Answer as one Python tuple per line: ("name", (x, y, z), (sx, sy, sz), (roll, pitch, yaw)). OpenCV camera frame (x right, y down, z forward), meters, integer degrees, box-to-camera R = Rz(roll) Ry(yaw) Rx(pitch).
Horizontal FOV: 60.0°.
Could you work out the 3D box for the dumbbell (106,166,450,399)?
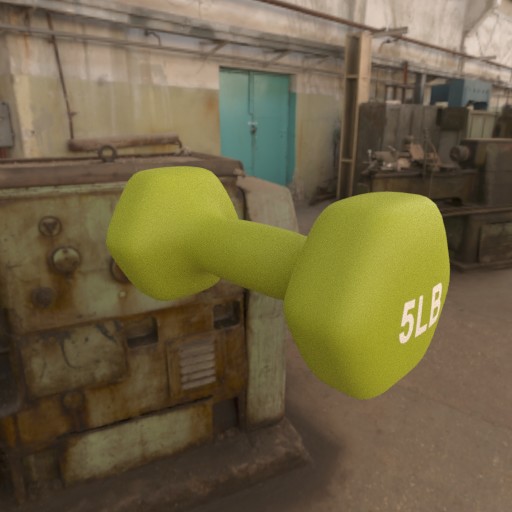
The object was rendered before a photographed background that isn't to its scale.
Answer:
("dumbbell", (0.000, 0.000, 0.208), (0.080, 0.072, 0.164), (-16, 24, -42))
